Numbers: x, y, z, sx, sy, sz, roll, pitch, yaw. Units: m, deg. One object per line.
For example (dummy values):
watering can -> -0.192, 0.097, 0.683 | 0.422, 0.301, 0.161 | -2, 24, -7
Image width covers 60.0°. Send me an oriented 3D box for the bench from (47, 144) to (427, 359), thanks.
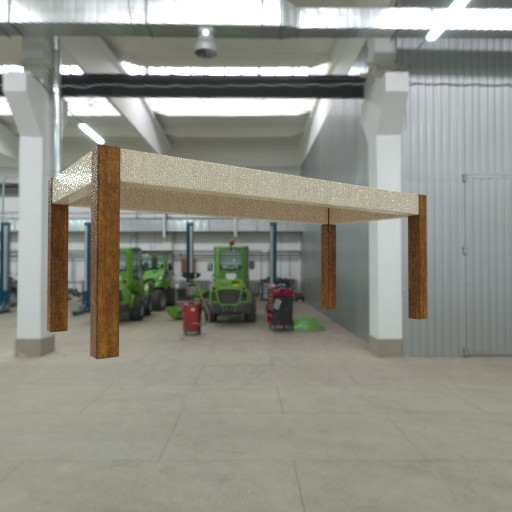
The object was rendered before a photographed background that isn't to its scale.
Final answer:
bench -> 0.000, 0.000, 1.494 | 1.198, 0.457, 0.507 | 1, -1, -36
